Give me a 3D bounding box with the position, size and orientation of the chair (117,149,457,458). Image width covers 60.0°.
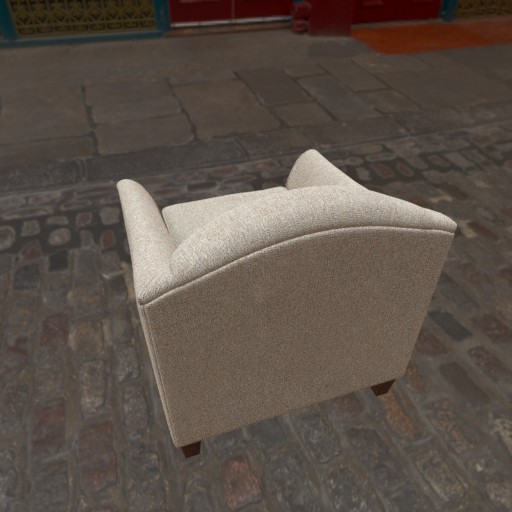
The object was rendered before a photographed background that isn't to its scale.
[{"bbox_3d":[0.000,0.000,1.421,0.763,0.839,0.787,-12,41,-14],"label":"chair"}]
